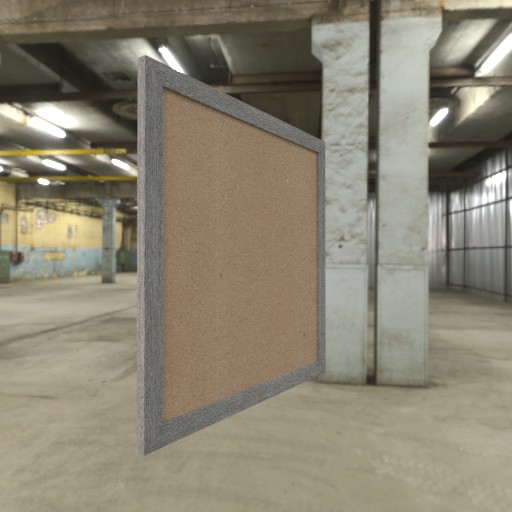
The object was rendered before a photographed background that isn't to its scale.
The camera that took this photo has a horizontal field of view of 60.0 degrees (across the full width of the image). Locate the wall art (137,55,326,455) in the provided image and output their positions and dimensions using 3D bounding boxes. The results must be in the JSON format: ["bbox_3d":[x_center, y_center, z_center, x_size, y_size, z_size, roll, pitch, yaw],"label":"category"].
[{"bbox_3d":[0.000,0.000,1.042,0.020,0.685,0.685,0,-1,35],"label":"wall art"}]
